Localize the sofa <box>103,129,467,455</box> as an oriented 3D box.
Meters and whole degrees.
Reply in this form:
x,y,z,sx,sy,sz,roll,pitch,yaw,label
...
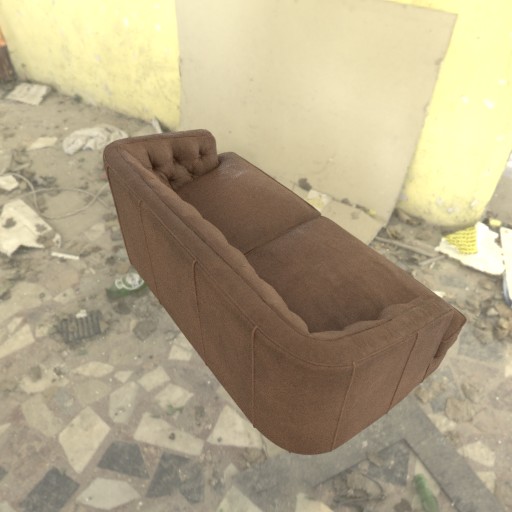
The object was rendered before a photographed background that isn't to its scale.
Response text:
x,y,z,sx,sy,sz,roll,pitch,yaw,label
0.000,0.000,2.172,0.917,0.799,1.767,-26,48,-26,sofa
